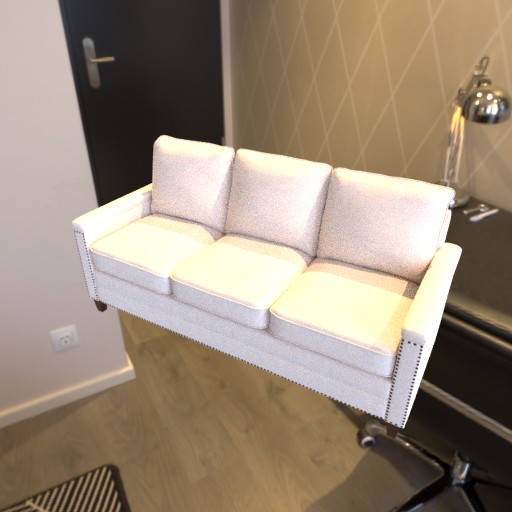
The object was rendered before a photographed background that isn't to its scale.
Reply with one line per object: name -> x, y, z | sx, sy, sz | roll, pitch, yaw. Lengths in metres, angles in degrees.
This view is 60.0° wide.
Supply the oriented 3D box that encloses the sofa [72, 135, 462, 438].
sofa -> 0.000, 0.000, 2.396 | 1.925, 0.961, 0.828 | 16, 34, 26
